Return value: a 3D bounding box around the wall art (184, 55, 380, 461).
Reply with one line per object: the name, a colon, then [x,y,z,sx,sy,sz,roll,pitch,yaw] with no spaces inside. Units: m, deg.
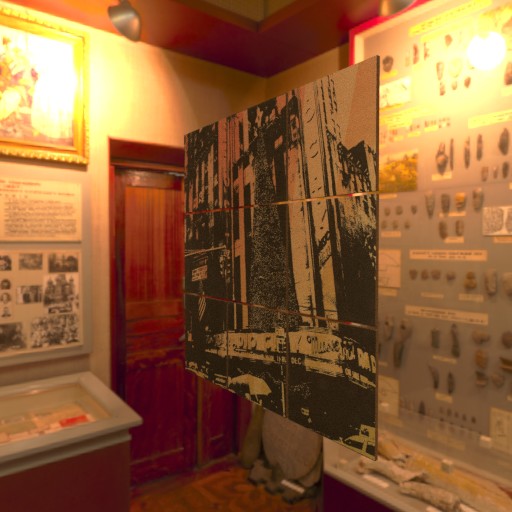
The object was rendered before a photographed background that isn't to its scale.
wall art: [0.000,0.000,1.369,0.010,0.917,0.919,-1,2,-37]
